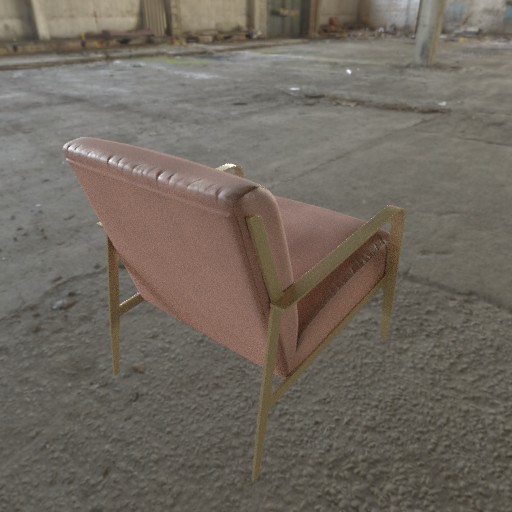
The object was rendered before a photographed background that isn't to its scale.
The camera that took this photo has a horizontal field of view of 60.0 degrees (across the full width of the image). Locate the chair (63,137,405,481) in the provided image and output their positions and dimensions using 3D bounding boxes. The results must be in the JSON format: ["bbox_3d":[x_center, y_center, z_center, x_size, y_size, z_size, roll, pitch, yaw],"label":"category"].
[{"bbox_3d":[0.000,0.000,1.431,0.701,0.823,0.848,22,36,34],"label":"chair"}]
